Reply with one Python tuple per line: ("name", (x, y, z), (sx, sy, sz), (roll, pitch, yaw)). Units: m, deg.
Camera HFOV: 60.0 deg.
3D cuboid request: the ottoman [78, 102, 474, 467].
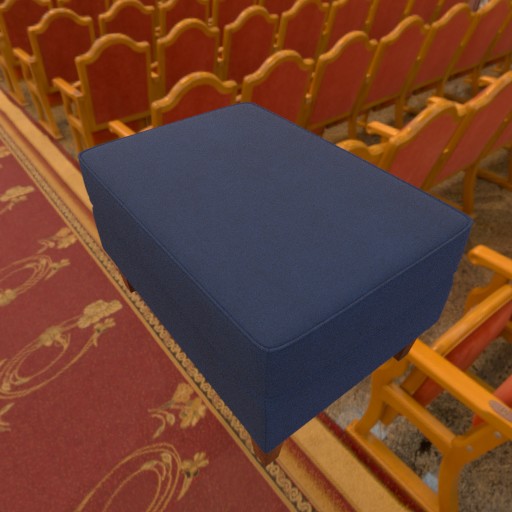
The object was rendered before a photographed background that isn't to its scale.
("ottoman", (0.000, 0.000, 1.380), (0.686, 0.584, 0.965), (-27, 48, -27))
